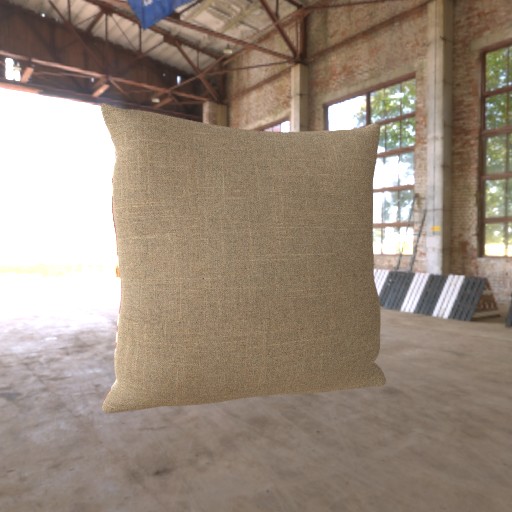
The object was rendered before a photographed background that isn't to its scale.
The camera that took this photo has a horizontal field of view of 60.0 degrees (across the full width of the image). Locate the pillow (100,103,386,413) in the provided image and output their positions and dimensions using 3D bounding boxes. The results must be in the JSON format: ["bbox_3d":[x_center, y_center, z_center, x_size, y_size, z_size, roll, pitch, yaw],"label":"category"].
[{"bbox_3d":[0.000,0.000,0.664,0.439,0.427,0.182,0,2,-17],"label":"pillow"}]
